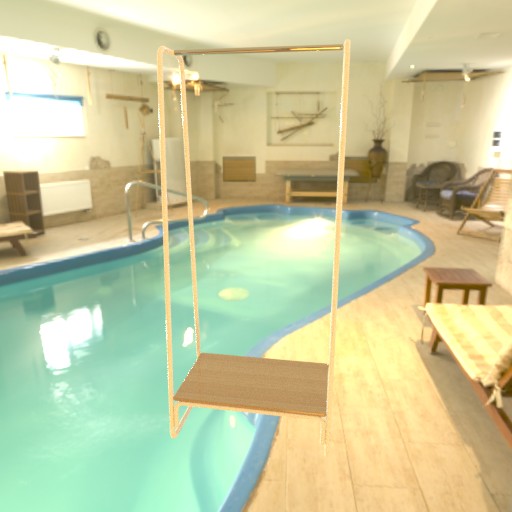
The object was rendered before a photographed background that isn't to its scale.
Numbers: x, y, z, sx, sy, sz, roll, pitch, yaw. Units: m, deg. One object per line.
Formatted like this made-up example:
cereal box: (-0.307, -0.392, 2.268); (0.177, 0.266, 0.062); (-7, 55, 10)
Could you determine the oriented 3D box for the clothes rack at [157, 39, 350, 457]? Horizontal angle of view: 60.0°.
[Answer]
clothes rack: (0.000, 0.000, 1.734); (0.640, 1.500, 0.400); (3, 16, 10)
